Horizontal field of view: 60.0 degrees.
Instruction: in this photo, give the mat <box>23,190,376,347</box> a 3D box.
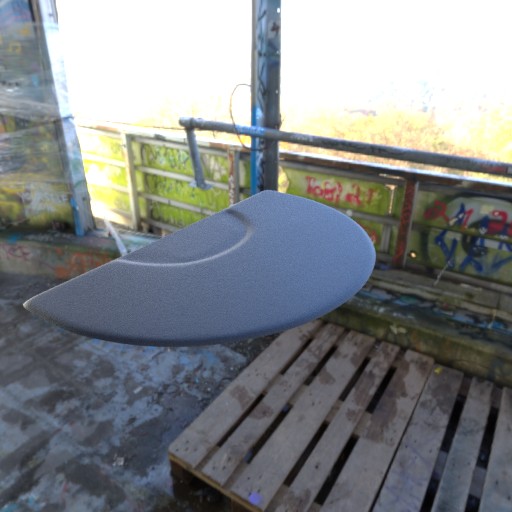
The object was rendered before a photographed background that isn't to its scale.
[{"bbox_3d":[0.000,0.000,1.832,0.917,0.016,1.525,17,31,31],"label":"mat"}]
